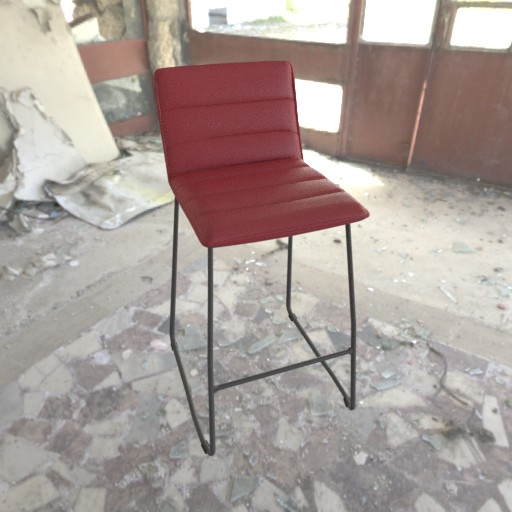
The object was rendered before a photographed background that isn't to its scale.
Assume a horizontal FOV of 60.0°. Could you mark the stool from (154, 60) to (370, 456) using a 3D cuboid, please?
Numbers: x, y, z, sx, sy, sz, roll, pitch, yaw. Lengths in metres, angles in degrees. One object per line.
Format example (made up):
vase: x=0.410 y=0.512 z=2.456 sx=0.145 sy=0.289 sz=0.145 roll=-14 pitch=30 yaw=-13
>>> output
stool: x=0.000 y=0.000 z=1.242 sx=0.489 sy=0.937 sz=0.524 roll=-11 pitch=34 yaw=-17
